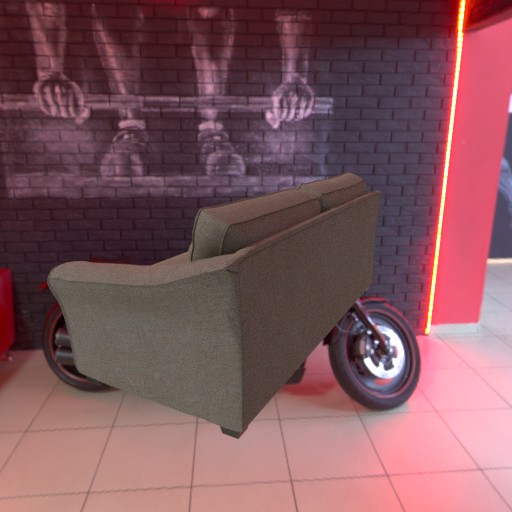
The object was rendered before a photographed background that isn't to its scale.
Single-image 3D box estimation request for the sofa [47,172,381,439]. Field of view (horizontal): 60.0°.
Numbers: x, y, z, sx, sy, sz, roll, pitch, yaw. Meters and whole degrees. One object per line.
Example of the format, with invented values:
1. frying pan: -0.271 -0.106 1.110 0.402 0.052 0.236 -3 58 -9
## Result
1. sofa: 0.000 0.000 2.719 0.986 0.906 2.270 8 17 27
